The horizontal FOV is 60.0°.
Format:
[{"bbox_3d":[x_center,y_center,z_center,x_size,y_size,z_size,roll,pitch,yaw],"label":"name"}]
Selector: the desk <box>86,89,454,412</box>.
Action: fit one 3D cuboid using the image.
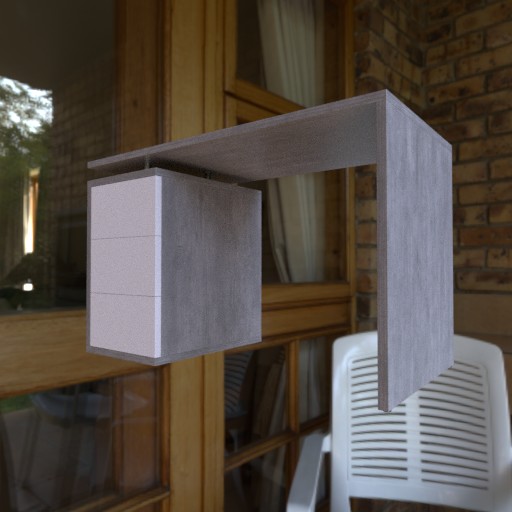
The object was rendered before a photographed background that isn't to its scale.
[{"bbox_3d":[0.000,0.000,1.607,1.200,0.740,0.600,-1,-1,37],"label":"desk"}]
